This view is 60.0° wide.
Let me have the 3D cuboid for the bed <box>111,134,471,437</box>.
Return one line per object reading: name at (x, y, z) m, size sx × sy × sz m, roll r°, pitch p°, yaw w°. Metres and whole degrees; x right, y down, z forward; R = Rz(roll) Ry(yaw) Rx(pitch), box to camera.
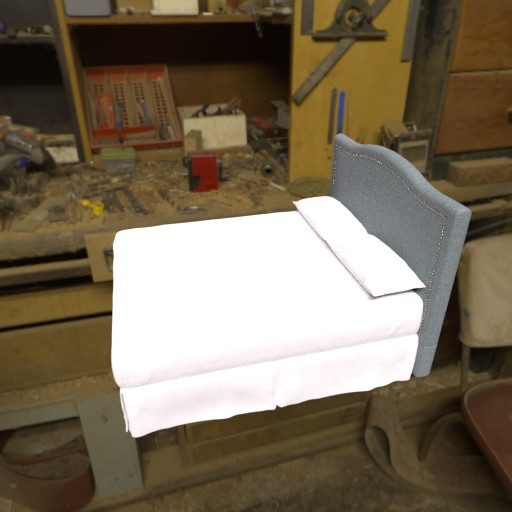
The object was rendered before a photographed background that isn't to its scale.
bed at (0.000, 0.000, 3.350) m, size 2.143 × 1.460 × 1.753 m, roll -7°, pitch 31°, yaw -13°
